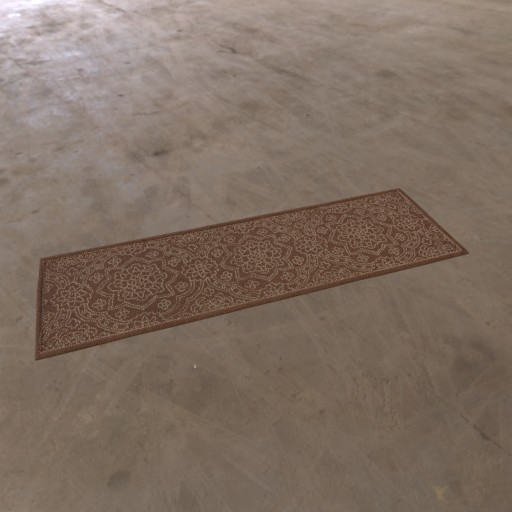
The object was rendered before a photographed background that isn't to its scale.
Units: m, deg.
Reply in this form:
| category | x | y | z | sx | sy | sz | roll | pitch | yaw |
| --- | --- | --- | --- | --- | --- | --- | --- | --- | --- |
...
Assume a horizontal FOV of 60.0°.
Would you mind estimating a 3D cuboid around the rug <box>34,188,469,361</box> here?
| category | x | y | z | sx | sy | sz | roll | pitch | yaw |
| --- | --- | --- | --- | --- | --- | --- | --- | --- | --- |
| rug | 0.000 | 0.000 | 2.636 | 2.448 | 0.012 | 0.769 | -12 | 42 | -14 |
